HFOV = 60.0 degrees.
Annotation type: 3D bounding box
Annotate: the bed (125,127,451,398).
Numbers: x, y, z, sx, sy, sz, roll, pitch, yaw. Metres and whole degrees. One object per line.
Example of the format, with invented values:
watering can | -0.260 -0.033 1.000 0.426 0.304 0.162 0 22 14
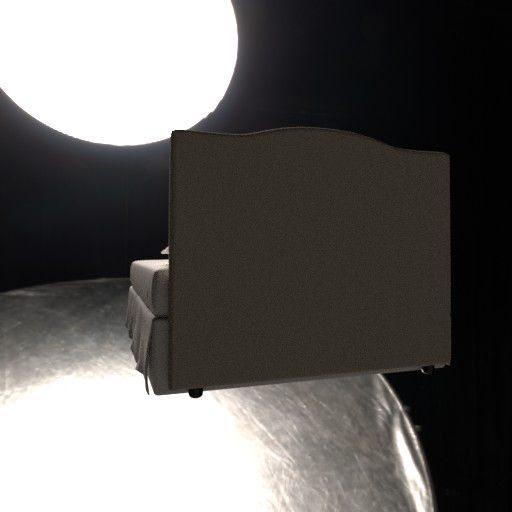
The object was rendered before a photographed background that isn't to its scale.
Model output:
bed | 0.000 0.000 3.618 1.977 1.437 2.477 0 0 -19
